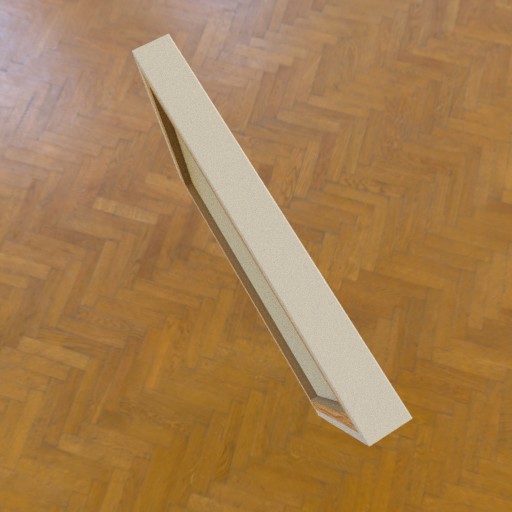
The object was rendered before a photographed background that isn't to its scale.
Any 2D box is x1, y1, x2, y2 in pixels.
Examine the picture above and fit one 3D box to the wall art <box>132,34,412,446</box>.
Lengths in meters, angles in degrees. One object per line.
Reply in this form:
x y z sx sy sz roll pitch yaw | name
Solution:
0.000 0.000 0.482 0.038 0.259 0.381 -29 77 -8 | wall art
